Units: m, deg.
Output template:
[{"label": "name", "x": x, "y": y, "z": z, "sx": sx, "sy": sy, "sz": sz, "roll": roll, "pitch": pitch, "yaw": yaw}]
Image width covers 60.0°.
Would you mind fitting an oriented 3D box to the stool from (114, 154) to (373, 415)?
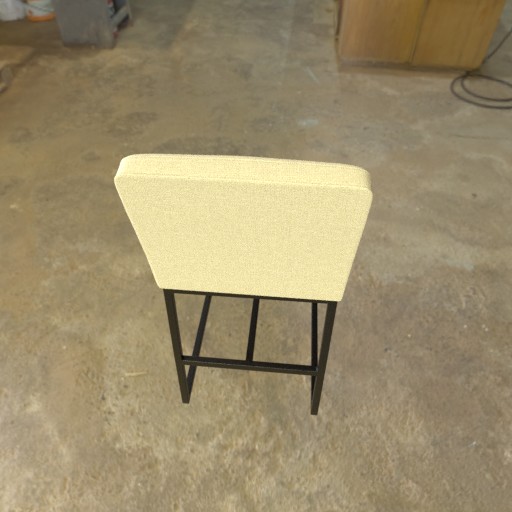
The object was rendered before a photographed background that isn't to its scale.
[{"label": "stool", "x": 0.000, "y": 0.000, "z": 1.264, "sx": 0.460, "sy": 0.940, "sz": 0.560, "roll": 4, "pitch": 45, "yaw": 4}]
